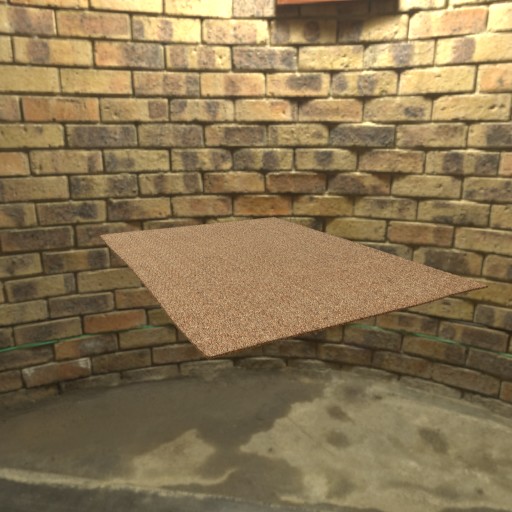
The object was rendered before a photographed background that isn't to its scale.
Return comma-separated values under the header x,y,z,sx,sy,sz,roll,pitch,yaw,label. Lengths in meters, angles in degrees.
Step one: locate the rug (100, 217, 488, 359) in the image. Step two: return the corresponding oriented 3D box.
x,y,z,sx,sy,sz,roll,pitch,yaw,label
0.000,0.000,2.772,1.566,0.013,2.141,-8,18,-28,rug
